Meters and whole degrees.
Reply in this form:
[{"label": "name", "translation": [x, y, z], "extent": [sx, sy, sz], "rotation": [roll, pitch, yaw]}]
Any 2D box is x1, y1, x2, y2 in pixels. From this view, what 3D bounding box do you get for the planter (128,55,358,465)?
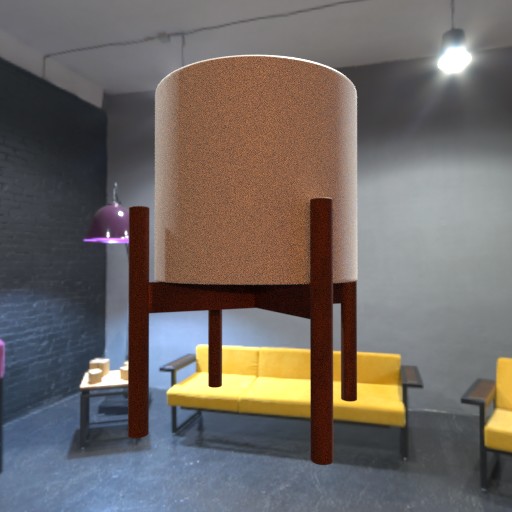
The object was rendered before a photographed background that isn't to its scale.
[{"label": "planter", "translation": [0.000, 0.000, 0.502], "extent": [0.224, 0.358, 0.224], "rotation": [0, -1, 19]}]
